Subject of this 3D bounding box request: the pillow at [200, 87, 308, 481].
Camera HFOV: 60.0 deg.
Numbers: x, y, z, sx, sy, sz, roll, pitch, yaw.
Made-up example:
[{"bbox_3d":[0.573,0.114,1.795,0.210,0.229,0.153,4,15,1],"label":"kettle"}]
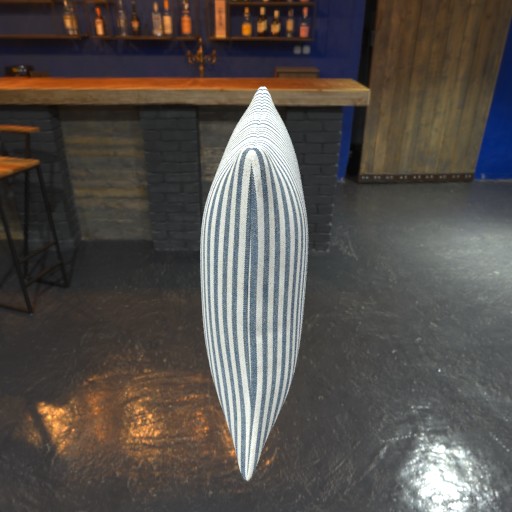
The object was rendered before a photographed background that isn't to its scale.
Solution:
[{"bbox_3d":[0.000,0.000,0.787,0.166,0.510,0.523,1,28,2],"label":"pillow"}]
